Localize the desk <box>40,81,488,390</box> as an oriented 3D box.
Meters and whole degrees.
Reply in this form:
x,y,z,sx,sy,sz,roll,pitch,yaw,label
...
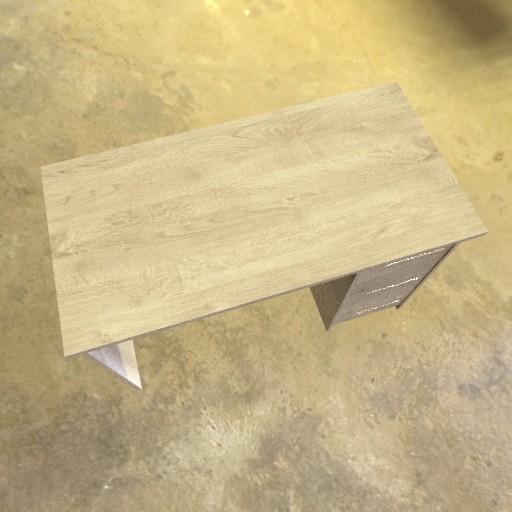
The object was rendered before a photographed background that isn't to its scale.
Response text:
x,y,z,sx,sy,sz,roll,pitch,yaw,label
0.000,0.000,1.534,1.097,0.735,0.560,-16,66,-7,desk
